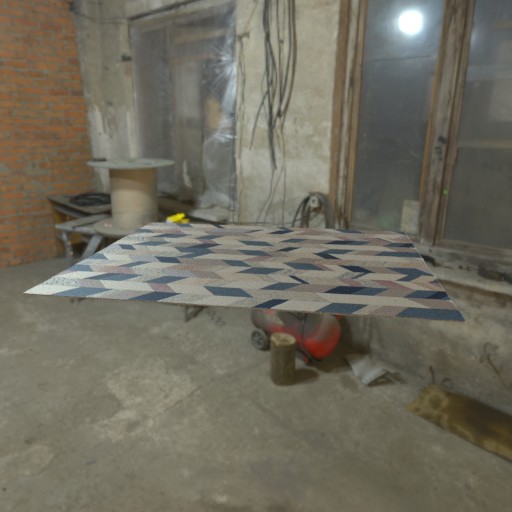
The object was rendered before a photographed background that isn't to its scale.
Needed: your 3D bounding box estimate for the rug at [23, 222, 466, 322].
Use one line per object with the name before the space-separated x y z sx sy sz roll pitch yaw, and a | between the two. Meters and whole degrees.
rug | 0.000 0.000 4.164 3.072 0.011 2.451 3 17 9
